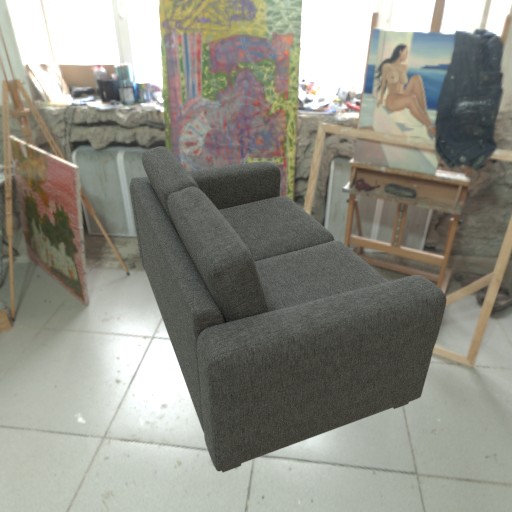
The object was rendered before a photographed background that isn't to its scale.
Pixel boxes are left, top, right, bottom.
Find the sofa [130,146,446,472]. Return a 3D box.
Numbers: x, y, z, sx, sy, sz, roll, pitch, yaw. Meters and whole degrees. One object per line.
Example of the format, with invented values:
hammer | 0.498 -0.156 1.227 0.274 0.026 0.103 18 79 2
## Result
sofa | 0.000 0.000 2.047 0.900 0.800 1.520 -12 33 -19
